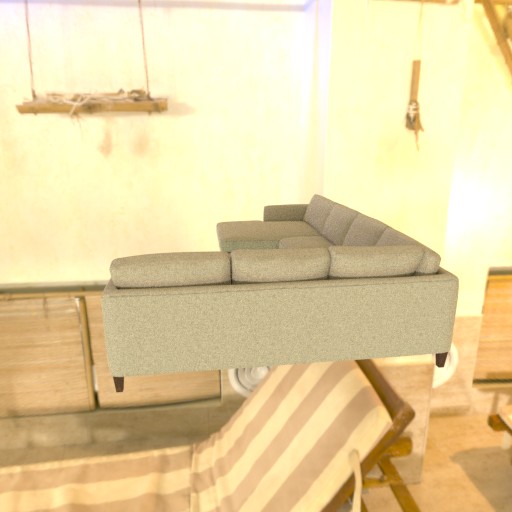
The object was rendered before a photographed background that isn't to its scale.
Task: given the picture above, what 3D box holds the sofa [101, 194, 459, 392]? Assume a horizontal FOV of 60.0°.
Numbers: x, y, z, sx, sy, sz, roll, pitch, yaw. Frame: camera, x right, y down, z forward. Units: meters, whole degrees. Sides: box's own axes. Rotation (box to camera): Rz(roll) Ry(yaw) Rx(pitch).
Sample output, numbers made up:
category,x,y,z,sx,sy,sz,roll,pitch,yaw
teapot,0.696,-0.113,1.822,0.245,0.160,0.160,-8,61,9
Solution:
category,x,y,z,sx,sy,sz,roll,pitch,yaw
sofa,0.000,0.000,4.771,2.593,0.959,3.460,-2,16,-8
